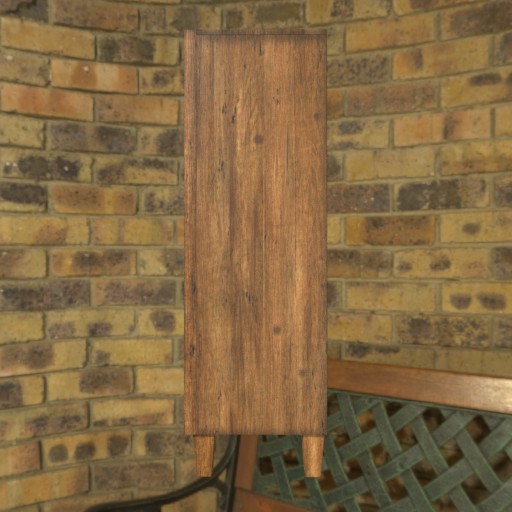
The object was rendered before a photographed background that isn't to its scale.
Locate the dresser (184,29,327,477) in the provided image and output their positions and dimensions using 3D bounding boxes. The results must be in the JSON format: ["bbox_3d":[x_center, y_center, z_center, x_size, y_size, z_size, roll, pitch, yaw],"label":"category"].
[{"bbox_3d":[0.000,0.000,1.865,0.438,1.359,1.067,0,-1,0],"label":"dresser"}]
